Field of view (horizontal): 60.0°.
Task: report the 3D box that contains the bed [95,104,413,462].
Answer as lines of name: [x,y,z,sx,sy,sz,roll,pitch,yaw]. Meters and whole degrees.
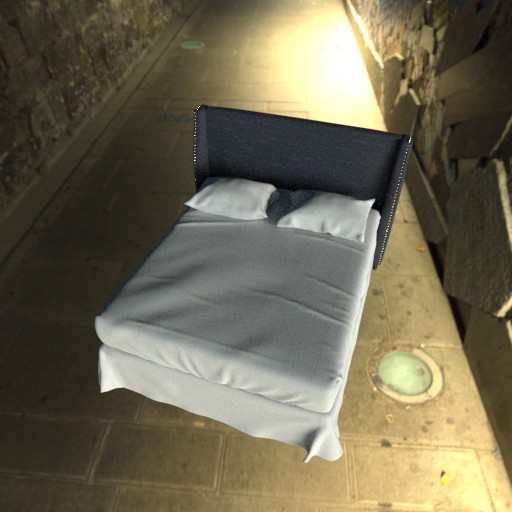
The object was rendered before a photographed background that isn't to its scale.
bed: [0.000,0.000,3.454,1.925,1.332,2.276,13,43,15]
